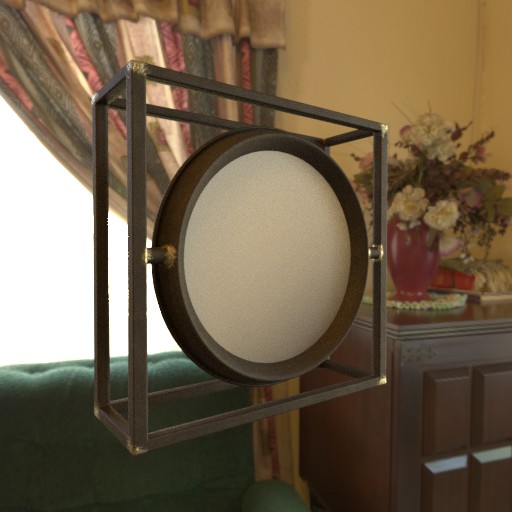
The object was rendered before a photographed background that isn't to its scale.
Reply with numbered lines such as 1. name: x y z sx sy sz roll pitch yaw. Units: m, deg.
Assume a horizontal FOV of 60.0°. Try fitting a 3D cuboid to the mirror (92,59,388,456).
1. mirror: 0.000 0.000 0.469 0.306 0.303 0.107 -1 2 -36
